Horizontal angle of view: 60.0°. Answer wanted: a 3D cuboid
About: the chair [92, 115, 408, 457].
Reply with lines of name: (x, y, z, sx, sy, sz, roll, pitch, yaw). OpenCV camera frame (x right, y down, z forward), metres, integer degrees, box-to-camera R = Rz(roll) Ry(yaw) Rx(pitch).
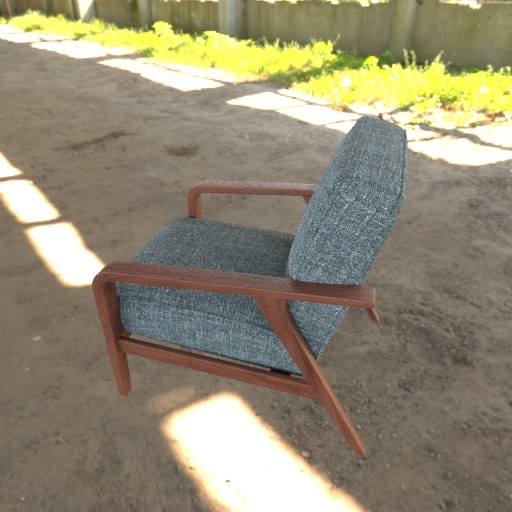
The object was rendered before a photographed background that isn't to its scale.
chair: (0.000, 0.000, 1.495, 0.889, 0.864, 0.719, 9, 32, 14)
